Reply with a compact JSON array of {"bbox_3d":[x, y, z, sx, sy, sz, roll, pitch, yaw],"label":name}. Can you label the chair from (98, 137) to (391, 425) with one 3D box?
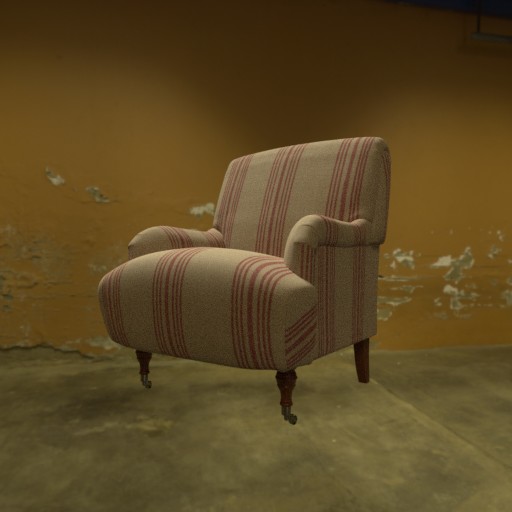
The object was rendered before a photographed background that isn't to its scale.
[{"bbox_3d":[0.000,0.000,1.923,0.933,1.123,1.058,0,0,35],"label":"chair"}]
